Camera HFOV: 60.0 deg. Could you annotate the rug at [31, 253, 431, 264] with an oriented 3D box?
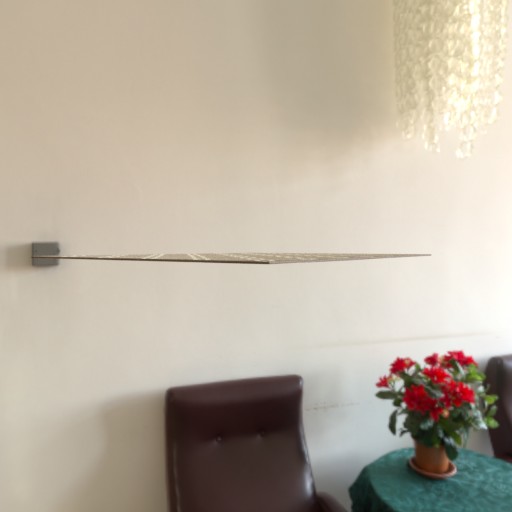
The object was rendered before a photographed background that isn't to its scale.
[{"bbox_3d":[0.000,0.000,3.990,2.288,0.018,2.895,1,1,36],"label":"rug"}]
